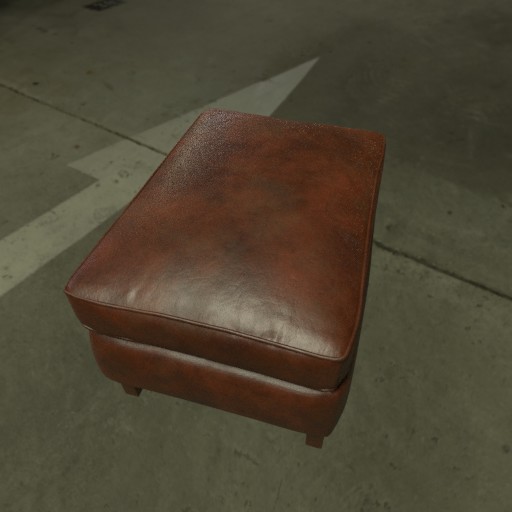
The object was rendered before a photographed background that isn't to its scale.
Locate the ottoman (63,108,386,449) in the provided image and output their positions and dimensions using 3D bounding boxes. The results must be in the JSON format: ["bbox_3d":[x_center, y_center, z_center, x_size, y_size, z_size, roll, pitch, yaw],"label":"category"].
[{"bbox_3d":[0.000,0.000,0.986,0.501,0.432,0.665,12,46,12],"label":"ottoman"}]
